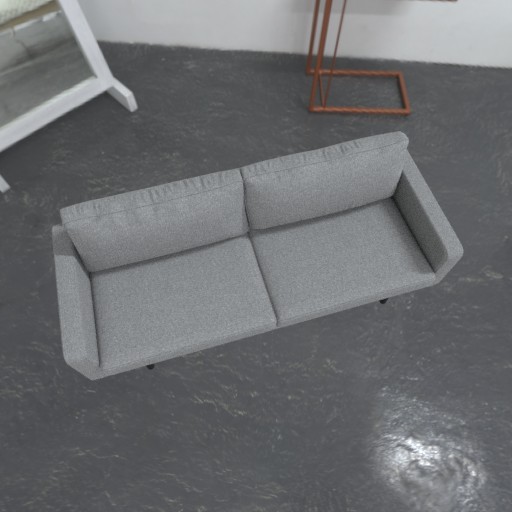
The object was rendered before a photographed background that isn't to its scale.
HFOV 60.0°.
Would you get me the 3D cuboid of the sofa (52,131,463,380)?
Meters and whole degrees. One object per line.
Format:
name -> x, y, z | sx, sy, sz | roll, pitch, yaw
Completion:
sofa -> 0.000, 0.000, 2.652 | 2.200, 0.880, 0.880 | -14, 63, -7
